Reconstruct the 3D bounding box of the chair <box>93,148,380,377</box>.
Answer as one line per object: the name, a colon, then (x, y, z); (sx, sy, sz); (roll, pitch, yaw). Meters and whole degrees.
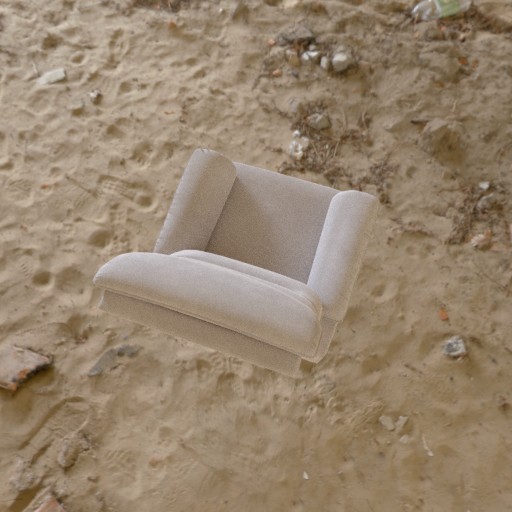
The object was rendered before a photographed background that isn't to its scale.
chair: (0.000, 0.000, 1.757); (0.820, 1.039, 1.001); (17, 64, 9)
